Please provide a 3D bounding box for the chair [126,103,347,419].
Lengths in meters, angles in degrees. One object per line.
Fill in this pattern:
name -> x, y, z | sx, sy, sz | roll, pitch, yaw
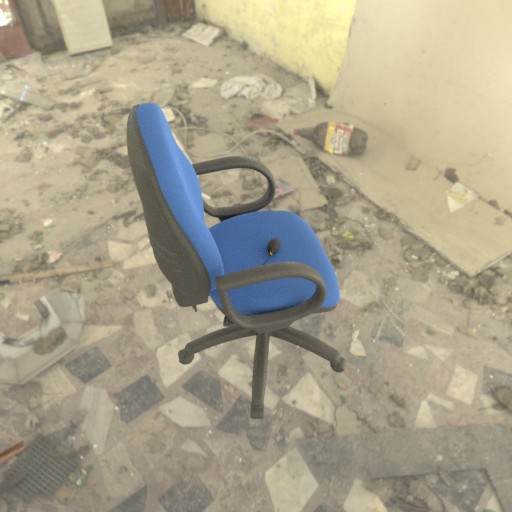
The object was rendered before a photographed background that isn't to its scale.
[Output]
chair -> 0.000, 0.000, 1.239 | 0.549, 0.905, 0.552 | -11, 47, -10
